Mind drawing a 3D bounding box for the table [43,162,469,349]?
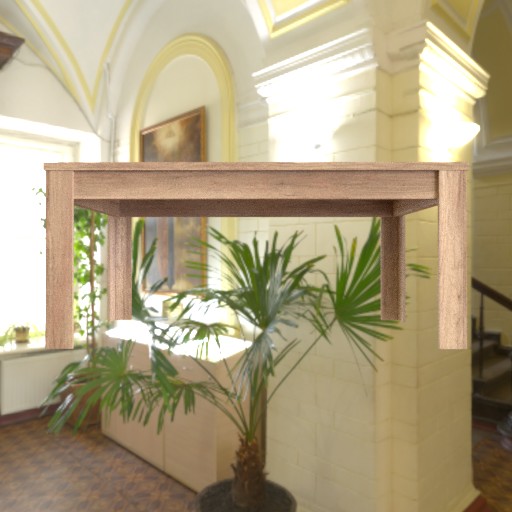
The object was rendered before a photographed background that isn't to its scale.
[{"bbox_3d":[0.000,0.000,2.319,1.800,0.790,0.900,0,0,0],"label":"table"}]
